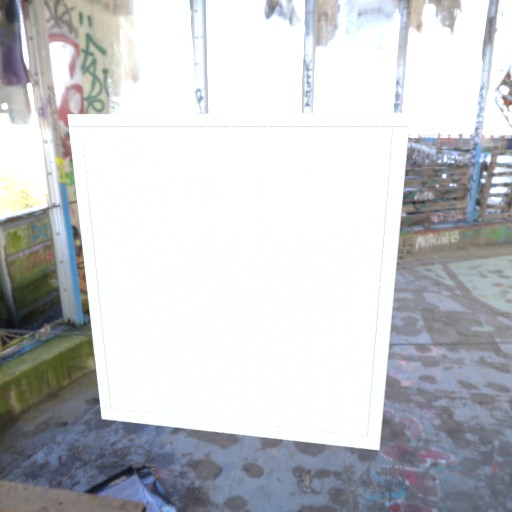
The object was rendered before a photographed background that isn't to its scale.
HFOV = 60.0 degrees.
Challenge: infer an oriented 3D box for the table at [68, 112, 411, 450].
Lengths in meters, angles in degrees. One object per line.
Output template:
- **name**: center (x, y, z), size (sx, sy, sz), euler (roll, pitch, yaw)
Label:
- **table**: center (0.000, 0.000, 0.786), size (0.420, 0.470, 0.400), euler (3, 16, 9)
